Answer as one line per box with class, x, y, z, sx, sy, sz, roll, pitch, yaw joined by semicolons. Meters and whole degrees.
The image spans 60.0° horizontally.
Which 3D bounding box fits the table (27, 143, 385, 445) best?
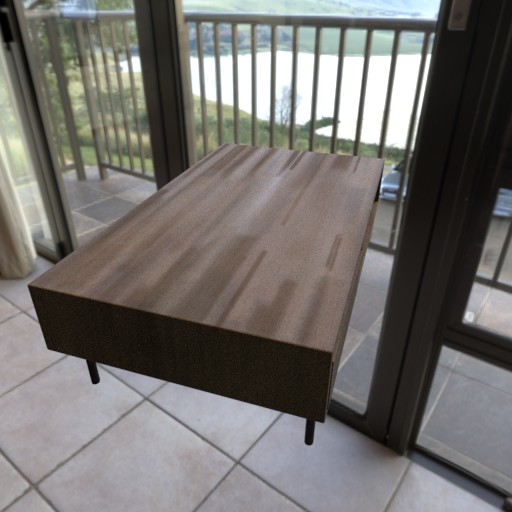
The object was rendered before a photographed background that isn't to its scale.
table;0.000;0.000;1.367;0.643;0.347;1.088;10;32;16
